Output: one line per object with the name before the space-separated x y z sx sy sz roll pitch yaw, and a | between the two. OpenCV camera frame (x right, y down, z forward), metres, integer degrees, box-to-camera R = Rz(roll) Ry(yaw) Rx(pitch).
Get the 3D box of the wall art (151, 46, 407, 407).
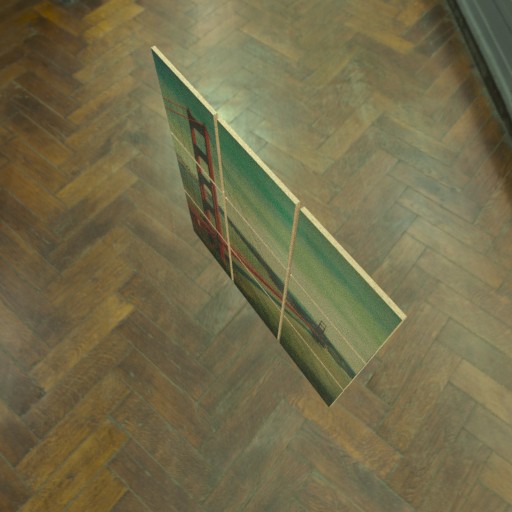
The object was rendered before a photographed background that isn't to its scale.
wall art | 0.000 0.000 1.823 0.016 1.207 1.217 -32 66 -16
